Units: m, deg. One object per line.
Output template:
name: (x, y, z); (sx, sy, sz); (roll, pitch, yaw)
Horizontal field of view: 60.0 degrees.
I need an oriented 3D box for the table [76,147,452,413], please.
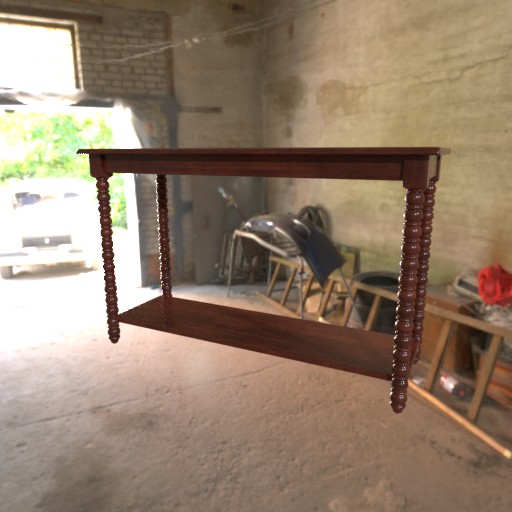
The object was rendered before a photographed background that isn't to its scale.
table: (0.000, 0.000, 1.570); (1.184, 0.740, 0.459); (6, 15, 26)
